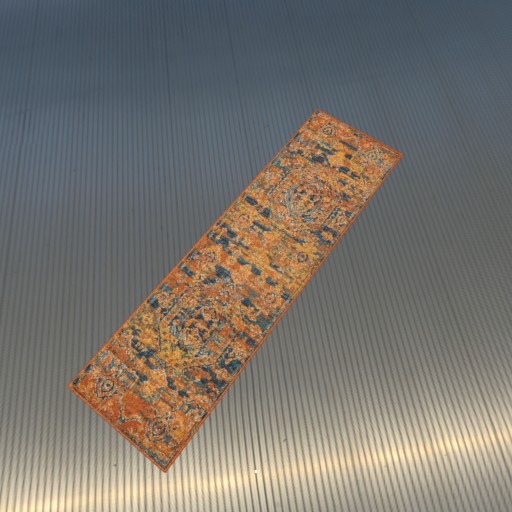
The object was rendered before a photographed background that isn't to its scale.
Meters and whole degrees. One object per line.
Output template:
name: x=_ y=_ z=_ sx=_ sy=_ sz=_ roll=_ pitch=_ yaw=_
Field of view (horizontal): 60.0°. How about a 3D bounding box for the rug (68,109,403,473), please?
rug: x=0.000 y=0.000 z=2.511 sx=0.651 sy=0.016 sz=2.274 roll=34 pitch=69 yaw=15
